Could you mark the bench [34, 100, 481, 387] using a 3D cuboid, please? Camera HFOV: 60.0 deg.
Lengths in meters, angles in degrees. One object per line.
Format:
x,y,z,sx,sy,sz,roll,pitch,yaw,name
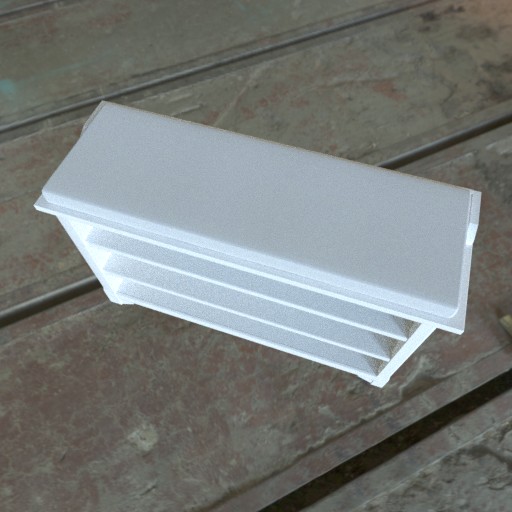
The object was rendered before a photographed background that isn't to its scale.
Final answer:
0.000,0.000,1.256,0.987,0.589,0.346,16,61,9,bench
